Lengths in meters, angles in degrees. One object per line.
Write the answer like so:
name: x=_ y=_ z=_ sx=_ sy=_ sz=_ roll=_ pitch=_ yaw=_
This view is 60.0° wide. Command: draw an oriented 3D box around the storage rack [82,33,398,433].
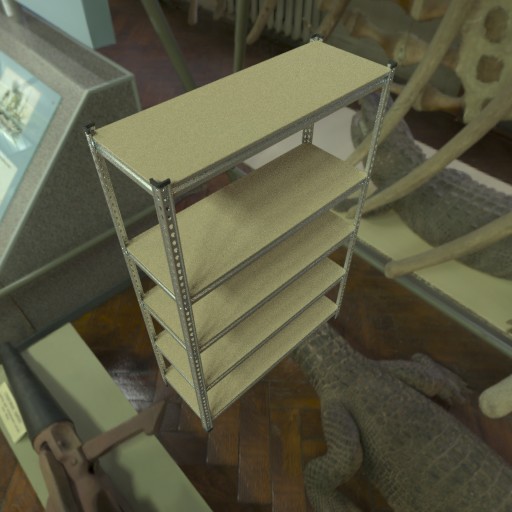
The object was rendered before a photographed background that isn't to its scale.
storage rack: x=0.000 y=0.000 z=2.353 sx=1.219 sy=1.829 sz=0.457 roll=-35 pitch=56 yaw=-28
